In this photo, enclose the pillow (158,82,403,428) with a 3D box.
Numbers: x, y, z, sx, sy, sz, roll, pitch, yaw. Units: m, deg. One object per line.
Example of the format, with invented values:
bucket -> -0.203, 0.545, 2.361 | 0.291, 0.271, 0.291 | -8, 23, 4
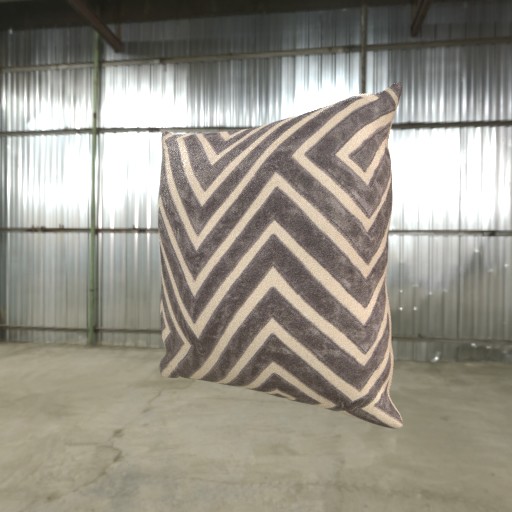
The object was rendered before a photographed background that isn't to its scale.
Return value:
pillow -> 0.000, 0.000, 0.669 | 0.440, 0.441, 0.182 | 1, 1, 37
